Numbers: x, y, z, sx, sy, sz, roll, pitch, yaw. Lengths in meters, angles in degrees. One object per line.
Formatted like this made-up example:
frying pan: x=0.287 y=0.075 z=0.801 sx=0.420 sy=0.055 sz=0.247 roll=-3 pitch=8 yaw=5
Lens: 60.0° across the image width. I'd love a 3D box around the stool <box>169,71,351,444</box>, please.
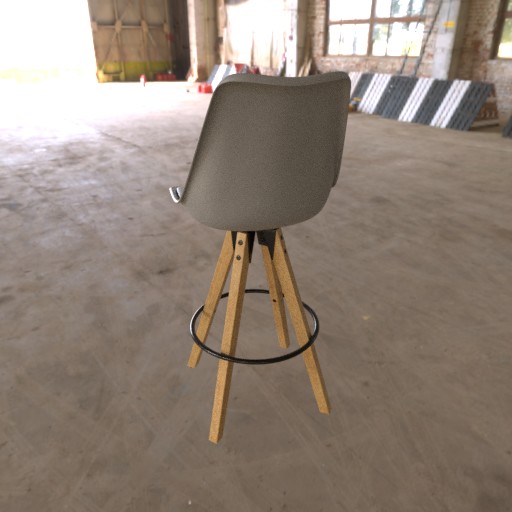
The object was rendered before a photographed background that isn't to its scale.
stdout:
stool: x=0.000 y=0.000 z=1.420 sx=0.485 sy=1.115 sz=0.550 roll=-8 pitch=27 yaw=-16
